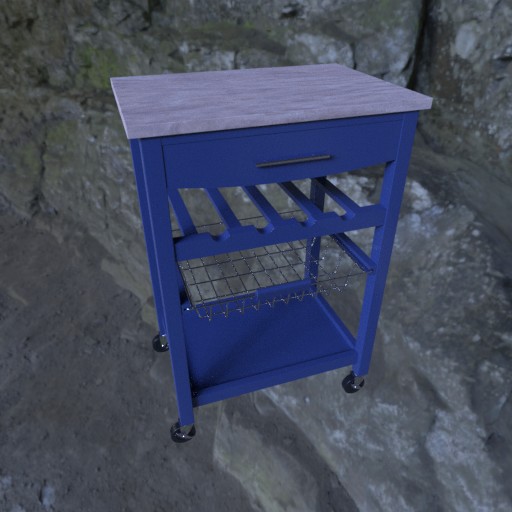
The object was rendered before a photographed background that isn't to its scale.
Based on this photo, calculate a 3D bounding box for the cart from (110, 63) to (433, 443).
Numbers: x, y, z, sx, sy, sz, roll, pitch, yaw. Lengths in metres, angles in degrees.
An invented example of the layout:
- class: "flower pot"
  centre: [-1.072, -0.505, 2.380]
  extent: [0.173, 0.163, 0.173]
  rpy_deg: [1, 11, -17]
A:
- class: "cart"
  centre: [0.000, 0.000, 1.154]
  extent: [0.584, 0.839, 0.403]
  rpy_deg: [-10, 34, -16]
